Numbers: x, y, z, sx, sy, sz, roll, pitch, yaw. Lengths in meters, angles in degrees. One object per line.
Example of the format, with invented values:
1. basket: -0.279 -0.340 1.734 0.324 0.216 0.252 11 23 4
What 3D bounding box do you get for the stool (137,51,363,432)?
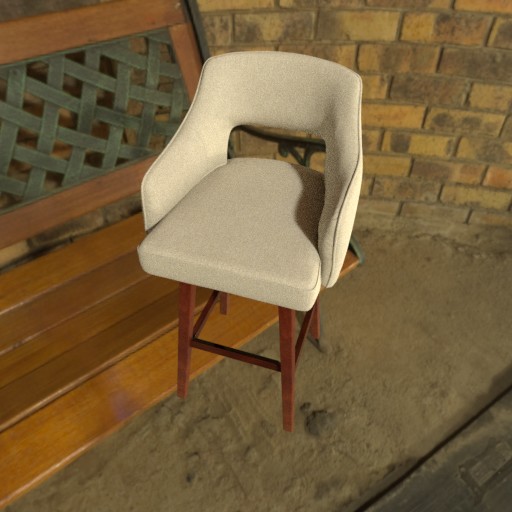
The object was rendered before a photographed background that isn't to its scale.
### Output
1. stool: 0.000 0.000 1.370 0.550 1.041 0.560 12 43 14
